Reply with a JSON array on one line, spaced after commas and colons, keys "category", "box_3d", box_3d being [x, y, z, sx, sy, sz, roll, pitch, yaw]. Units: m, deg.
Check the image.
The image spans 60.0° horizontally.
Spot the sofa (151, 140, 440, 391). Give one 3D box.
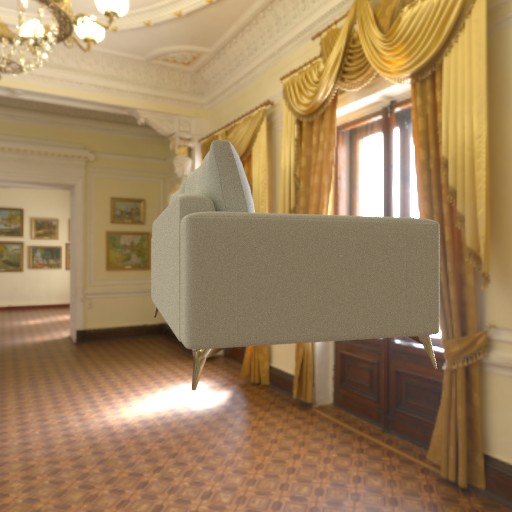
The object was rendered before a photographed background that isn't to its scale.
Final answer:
[{"category": "sofa", "box_3d": [0.000, 0.000, 2.198, 0.920, 0.790, 1.650, 0, 0, -17]}]
